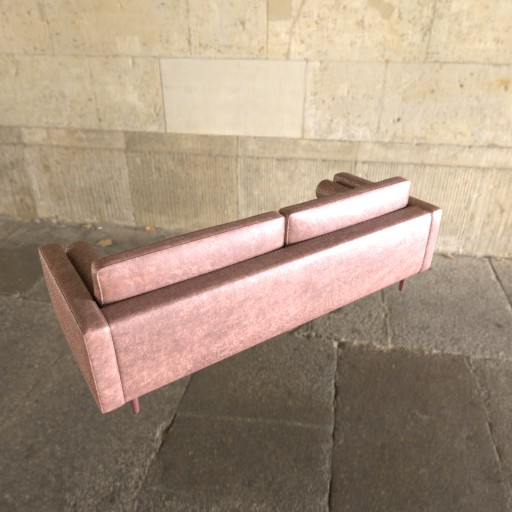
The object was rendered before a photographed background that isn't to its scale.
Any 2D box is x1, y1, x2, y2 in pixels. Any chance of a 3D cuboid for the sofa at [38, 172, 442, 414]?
[{"bbox_3d":[0.000,0.000,2.634,2.210,0.762,0.914,-18,34,-29],"label":"sofa"}]
